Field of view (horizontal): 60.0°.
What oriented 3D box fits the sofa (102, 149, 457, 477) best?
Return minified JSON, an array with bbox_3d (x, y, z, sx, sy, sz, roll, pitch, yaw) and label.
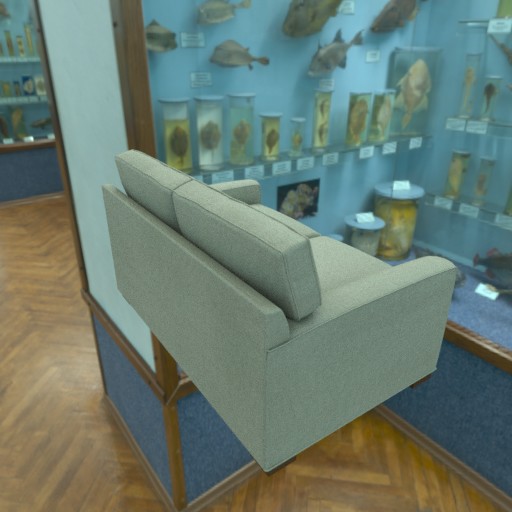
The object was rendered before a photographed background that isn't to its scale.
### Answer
[{"bbox_3d":[0.000,0.000,2.096,0.940,0.853,1.484,-17,30,-31],"label":"sofa"}]
